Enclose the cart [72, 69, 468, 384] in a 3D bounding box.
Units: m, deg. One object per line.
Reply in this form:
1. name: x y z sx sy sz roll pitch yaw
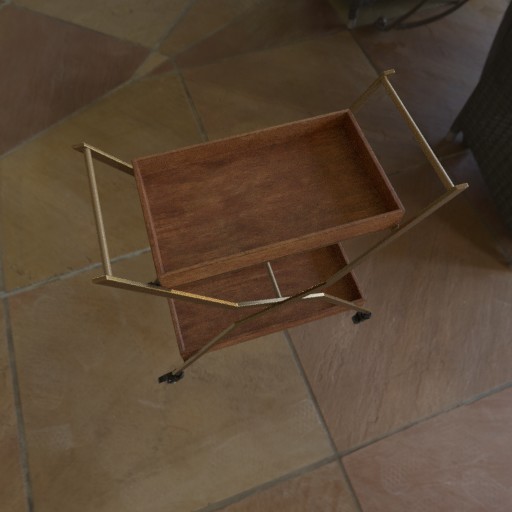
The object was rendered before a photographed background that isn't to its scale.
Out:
1. cart: 0.000 0.000 1.358 0.836 0.869 0.405 -15 64 -8
